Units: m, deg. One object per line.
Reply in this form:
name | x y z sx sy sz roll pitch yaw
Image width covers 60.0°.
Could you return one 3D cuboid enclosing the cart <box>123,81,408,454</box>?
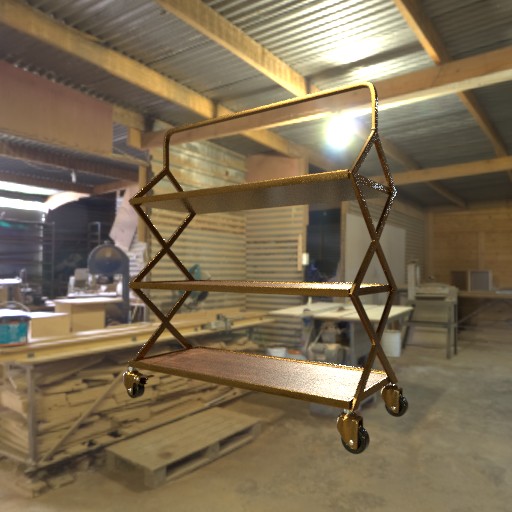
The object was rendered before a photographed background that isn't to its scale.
cart | 0.000 0.000 1.200 0.723 0.805 0.313 -1 -2 35
